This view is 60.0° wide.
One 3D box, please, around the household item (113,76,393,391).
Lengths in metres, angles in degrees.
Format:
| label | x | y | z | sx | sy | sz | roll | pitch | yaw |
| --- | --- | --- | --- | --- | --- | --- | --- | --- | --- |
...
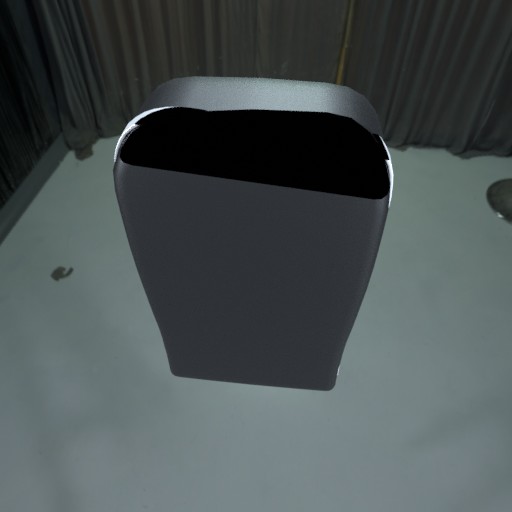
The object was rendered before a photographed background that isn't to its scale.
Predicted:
| label | x | y | z | sx | sy | sz | roll | pitch | yaw |
| --- | --- | --- | --- | --- | --- | --- | --- | --- | --- |
| household item | 0.000 | 0.000 | 0.146 | 0.070 | 0.114 | 0.038 | 4 | 48 | 4 |
